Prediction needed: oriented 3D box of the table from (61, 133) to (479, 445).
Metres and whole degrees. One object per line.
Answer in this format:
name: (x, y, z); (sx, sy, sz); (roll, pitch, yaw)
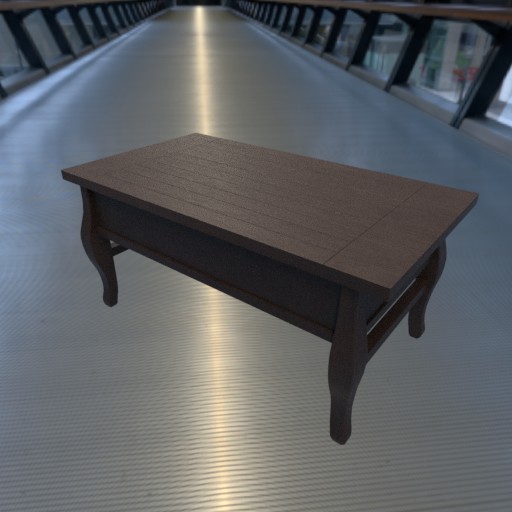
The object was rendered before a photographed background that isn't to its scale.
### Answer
table: (0.000, 0.000, 1.392); (1.062, 0.494, 0.600); (21, 36, 32)
